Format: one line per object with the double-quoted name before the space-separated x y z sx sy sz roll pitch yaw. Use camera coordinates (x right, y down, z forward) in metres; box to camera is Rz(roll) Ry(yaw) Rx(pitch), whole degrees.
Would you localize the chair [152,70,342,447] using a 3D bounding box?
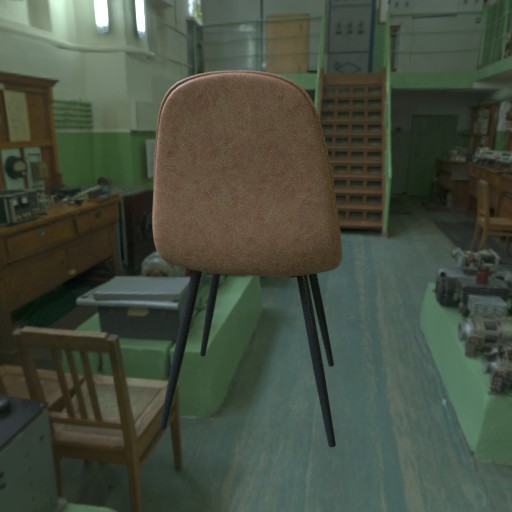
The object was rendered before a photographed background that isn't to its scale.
"chair" 0.000 0.000 1.220 0.472 0.889 0.561 3 17 9
